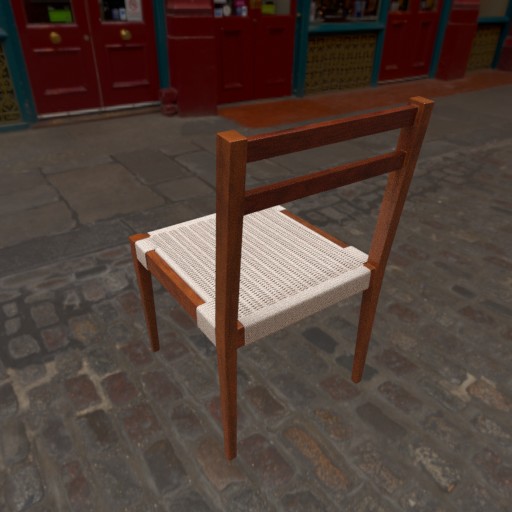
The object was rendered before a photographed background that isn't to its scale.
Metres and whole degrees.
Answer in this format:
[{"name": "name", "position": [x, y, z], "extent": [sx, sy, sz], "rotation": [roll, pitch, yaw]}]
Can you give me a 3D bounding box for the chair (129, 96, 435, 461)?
[{"name": "chair", "position": [0.000, 0.000, 1.196], "extent": [0.495, 0.851, 0.569], "rotation": [-20, 36, -29]}]
